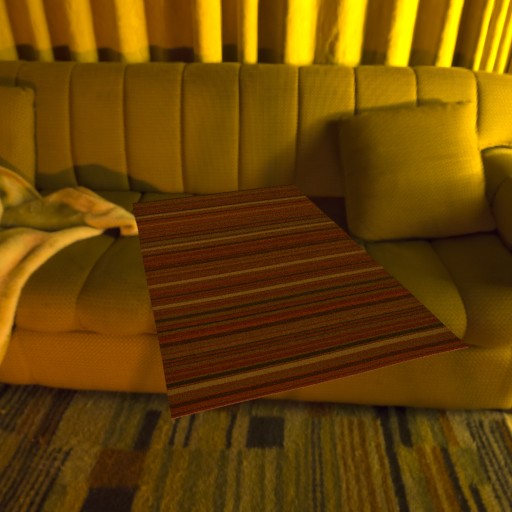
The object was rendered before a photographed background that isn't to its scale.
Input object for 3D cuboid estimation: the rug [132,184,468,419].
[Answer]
[{"bbox_3d":[0.000,0.000,3.083,1.523,0.008,2.438,-9,31,-15],"label":"rug"}]
